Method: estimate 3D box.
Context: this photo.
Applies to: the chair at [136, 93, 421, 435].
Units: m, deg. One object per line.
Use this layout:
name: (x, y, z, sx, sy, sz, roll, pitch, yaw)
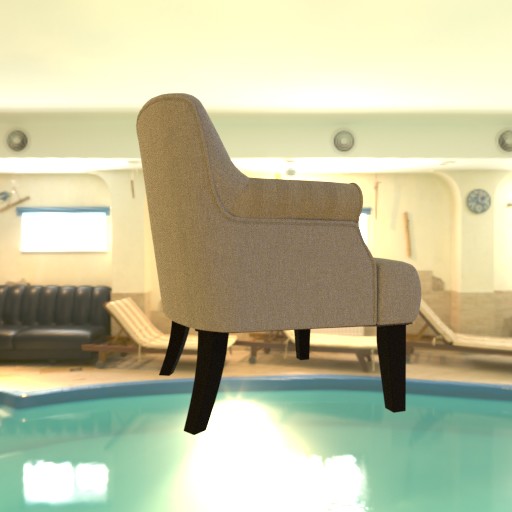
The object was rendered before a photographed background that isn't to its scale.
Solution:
chair: (0.000, 0.000, 1.461, 0.755, 0.880, 0.772, 0, 1, -19)
